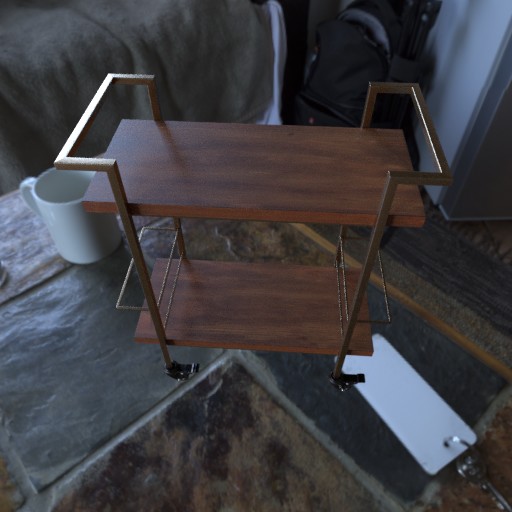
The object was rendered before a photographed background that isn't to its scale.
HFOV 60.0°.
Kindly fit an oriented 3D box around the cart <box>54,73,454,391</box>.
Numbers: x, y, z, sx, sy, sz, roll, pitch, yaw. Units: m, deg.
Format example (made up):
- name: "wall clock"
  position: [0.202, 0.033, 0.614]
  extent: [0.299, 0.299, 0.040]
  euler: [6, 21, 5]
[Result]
- name: "cart"
  position: [0.000, 0.000, 1.166]
  extent: [0.695, 0.807, 0.364]
  euler: [3, 48, 3]
